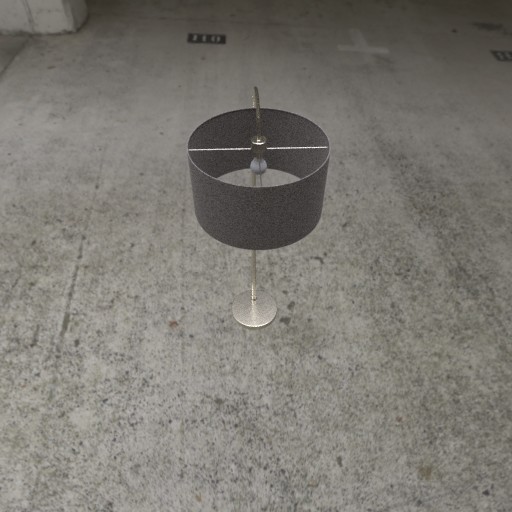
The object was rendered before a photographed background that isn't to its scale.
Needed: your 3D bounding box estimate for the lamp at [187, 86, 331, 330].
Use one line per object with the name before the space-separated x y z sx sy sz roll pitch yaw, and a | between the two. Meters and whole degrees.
lamp | 0.000 0.000 2.127 0.452 1.735 0.934 -1 47 -1
